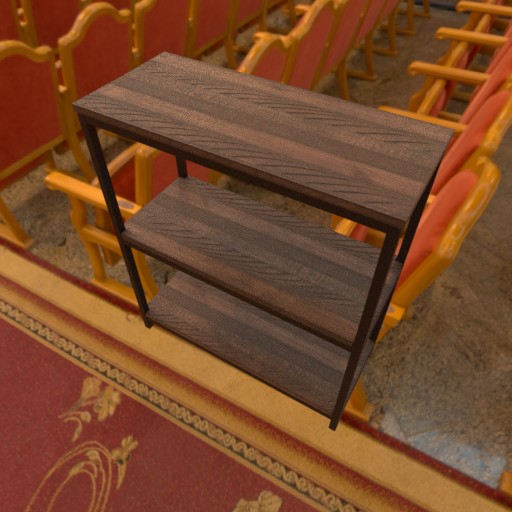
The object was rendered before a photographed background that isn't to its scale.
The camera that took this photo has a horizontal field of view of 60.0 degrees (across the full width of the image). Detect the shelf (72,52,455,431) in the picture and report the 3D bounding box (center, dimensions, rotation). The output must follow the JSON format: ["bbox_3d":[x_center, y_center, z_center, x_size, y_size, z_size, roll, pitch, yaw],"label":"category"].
[{"bbox_3d":[0.000,0.000,1.372,0.822,0.947,0.352,23,51,20],"label":"shelf"}]
